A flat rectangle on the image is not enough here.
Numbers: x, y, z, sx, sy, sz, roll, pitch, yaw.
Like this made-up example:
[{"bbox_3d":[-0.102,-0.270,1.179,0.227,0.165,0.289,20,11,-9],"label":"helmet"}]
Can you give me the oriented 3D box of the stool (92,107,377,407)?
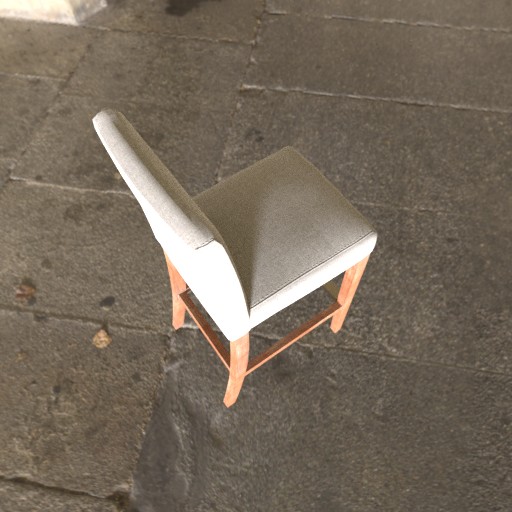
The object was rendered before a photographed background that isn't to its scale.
[{"bbox_3d":[0.000,0.000,1.363,0.570,1.088,0.439,-31,63,-18],"label":"stool"}]
